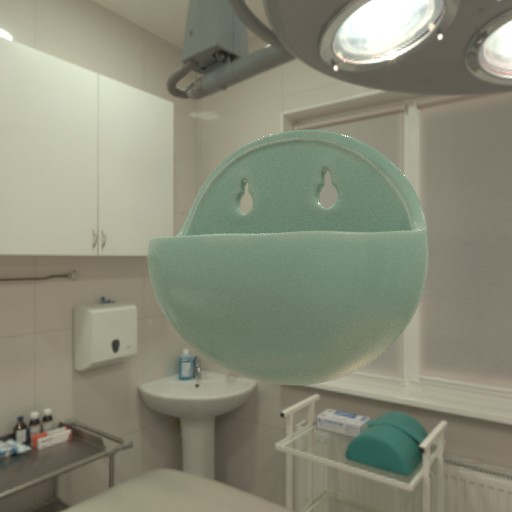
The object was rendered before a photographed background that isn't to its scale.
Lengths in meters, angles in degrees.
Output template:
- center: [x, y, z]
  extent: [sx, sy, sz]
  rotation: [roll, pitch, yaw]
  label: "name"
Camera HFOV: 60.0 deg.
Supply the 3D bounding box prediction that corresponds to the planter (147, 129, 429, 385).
- center: [0.000, 0.000, 0.268]
  extent: [0.189, 0.164, 0.073]
  rotation: [0, 0, 36]
  label: "planter"
